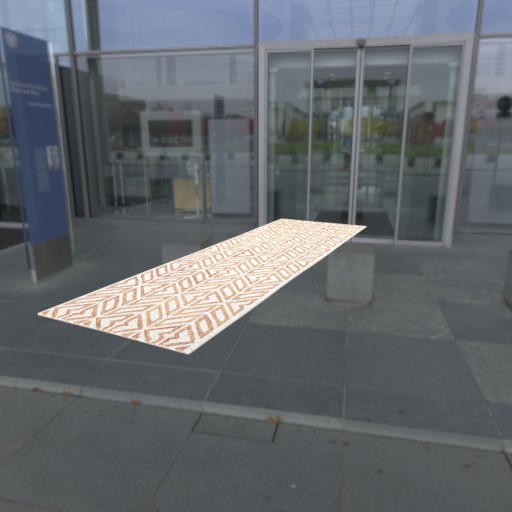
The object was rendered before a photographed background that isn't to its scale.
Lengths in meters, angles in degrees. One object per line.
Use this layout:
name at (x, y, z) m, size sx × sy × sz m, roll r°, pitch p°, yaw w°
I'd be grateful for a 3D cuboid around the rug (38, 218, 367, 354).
rug at (0.000, 0.000, 2.679) m, size 0.750 × 0.009 × 2.435 m, roll 8°, pitch 17°, yaw 26°
